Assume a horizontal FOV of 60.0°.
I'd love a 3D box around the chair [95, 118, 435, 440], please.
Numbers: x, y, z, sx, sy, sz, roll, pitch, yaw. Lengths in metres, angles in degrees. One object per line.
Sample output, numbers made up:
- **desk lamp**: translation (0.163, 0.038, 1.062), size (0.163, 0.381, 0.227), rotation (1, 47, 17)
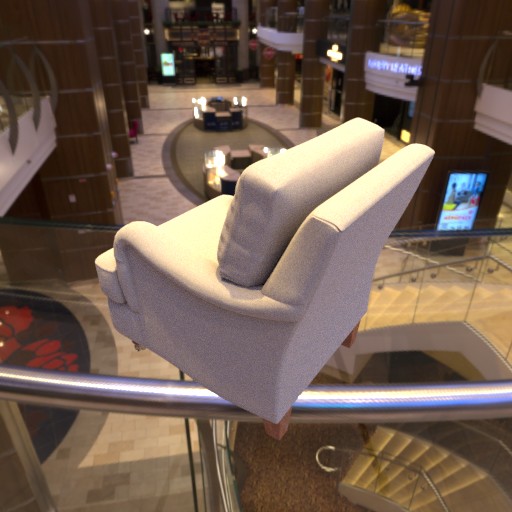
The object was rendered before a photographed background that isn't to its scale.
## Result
- **chair**: translation (0.000, 0.000, 1.860), size (1.078, 1.076, 0.895), rotation (19, 35, 30)
